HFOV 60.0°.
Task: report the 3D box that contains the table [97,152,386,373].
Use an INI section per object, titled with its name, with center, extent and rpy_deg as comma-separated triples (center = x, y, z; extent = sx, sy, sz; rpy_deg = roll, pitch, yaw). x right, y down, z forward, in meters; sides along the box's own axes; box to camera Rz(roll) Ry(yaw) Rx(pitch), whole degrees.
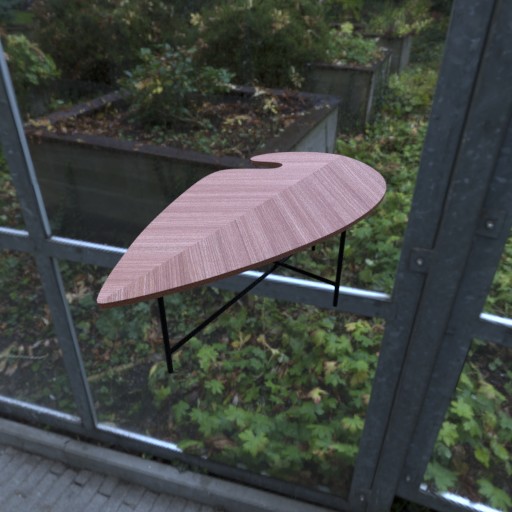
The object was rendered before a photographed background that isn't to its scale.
[table]
center = 0.000, 0.000, 1.487
extent = 0.598, 0.360, 1.199
rpy_deg = 21, 37, 30
